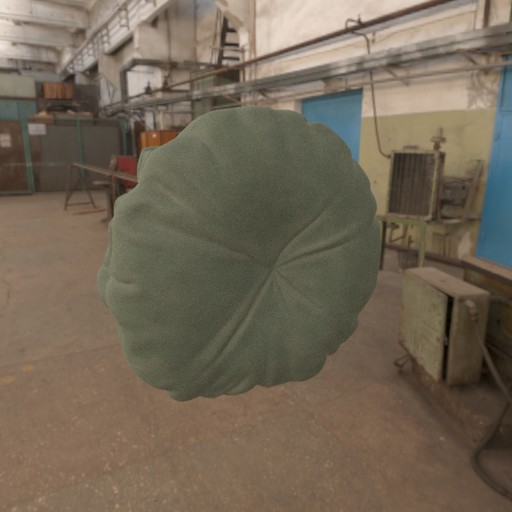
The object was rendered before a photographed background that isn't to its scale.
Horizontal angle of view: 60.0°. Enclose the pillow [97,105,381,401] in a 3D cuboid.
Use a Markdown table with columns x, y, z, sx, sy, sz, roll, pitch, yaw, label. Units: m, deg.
| x | y | z | sx | sy | sz | roll | pitch | yaw | label |
| --- | --- | --- | --- | --- | --- | --- | --- | --- | --- |
| 0.000 | 0.000 | 0.633 | 0.428 | 0.407 | 0.148 | -7 | 16 | -26 | pillow |
